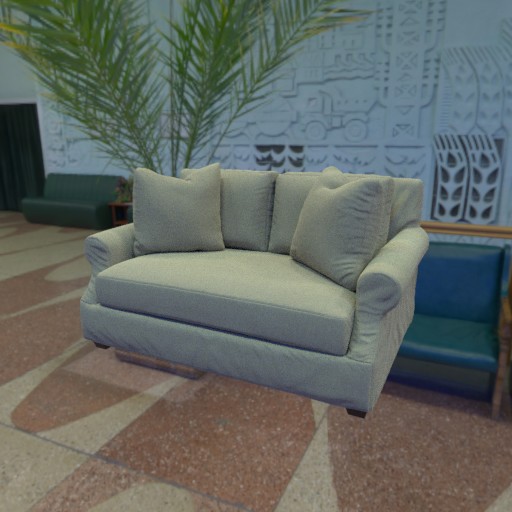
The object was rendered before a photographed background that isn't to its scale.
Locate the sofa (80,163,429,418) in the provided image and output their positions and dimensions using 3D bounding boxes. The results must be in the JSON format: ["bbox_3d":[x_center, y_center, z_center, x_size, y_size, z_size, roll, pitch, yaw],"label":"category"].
[{"bbox_3d":[0.000,0.000,2.242,1.550,0.905,1.070,7,16,26],"label":"sofa"}]
